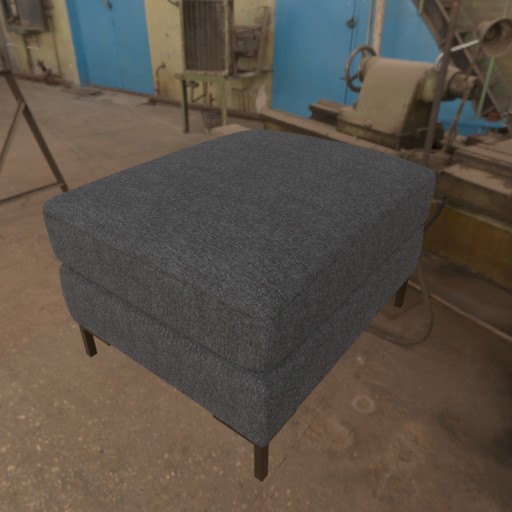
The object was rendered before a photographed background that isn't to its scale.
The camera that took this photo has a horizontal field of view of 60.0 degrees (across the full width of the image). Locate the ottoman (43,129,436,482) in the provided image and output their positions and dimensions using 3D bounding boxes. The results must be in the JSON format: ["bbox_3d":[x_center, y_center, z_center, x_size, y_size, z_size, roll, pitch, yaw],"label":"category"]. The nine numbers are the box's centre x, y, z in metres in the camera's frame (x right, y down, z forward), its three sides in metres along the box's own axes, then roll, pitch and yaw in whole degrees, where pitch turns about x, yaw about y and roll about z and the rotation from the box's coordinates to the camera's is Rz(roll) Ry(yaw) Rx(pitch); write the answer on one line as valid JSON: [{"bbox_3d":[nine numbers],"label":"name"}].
[{"bbox_3d":[0.000,0.000,1.263,0.695,0.533,0.831,22,38,31],"label":"ottoman"}]
